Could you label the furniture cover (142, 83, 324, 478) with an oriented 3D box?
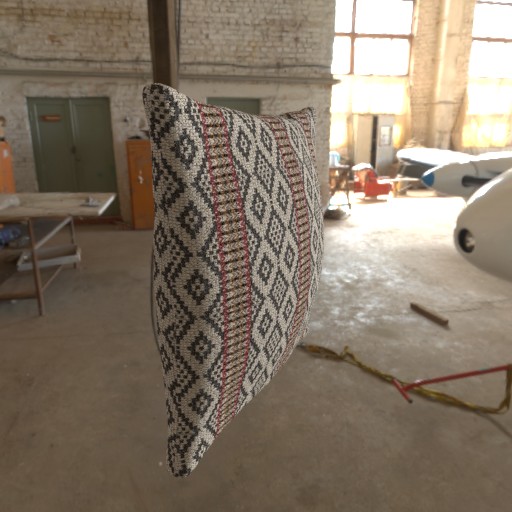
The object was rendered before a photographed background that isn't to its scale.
[{"bbox_3d":[0.000,0.000,0.751,0.182,0.506,0.503,8,18,25],"label":"furniture cover"}]
